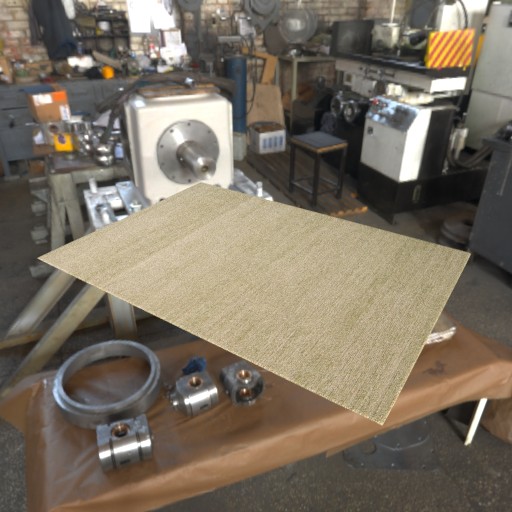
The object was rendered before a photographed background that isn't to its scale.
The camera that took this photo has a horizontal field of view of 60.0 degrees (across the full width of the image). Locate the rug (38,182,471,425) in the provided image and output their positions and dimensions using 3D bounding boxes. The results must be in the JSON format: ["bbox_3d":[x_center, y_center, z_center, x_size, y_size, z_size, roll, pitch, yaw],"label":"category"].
[{"bbox_3d":[0.000,0.000,4.919,3.935,0.025,2.782,19,35,29],"label":"rug"}]
